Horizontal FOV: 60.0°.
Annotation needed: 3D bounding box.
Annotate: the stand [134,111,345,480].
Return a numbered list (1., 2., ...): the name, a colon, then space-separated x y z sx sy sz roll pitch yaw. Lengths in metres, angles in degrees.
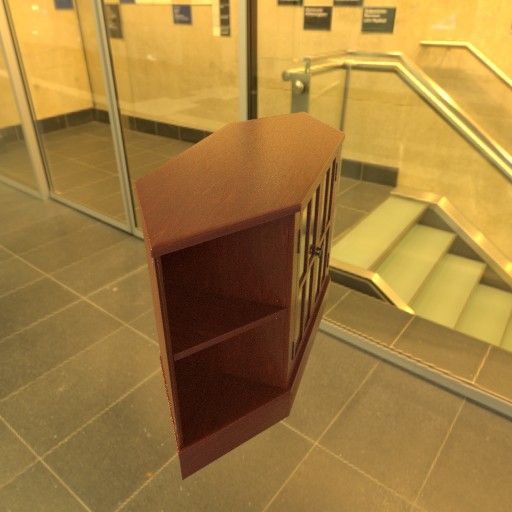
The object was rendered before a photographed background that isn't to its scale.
1. stand: 0.000 0.000 1.308 0.381 0.614 1.072 10 31 16
